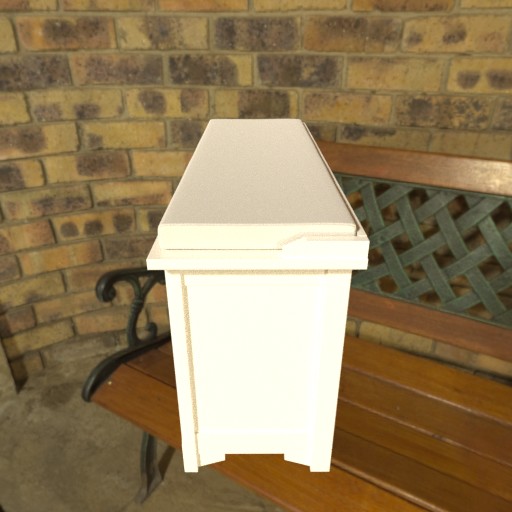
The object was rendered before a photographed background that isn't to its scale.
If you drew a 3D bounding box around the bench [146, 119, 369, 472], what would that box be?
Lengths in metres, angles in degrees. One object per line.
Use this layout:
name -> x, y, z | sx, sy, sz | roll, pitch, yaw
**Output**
bench -> 0.000, 0.000, 1.243 | 0.346, 0.589, 0.987 | 0, 27, 0
